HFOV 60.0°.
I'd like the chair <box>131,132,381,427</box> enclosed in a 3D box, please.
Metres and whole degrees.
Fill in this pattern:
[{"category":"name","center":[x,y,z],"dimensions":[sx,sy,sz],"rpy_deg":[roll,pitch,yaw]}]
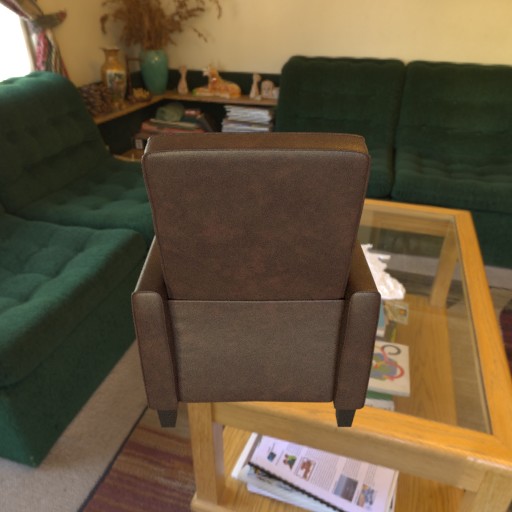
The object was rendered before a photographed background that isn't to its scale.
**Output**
[{"category":"chair","center":[0.000,0.000,1.530],"dimensions":[0.705,1.013,0.746],"rpy_deg":[0,30,0]}]
